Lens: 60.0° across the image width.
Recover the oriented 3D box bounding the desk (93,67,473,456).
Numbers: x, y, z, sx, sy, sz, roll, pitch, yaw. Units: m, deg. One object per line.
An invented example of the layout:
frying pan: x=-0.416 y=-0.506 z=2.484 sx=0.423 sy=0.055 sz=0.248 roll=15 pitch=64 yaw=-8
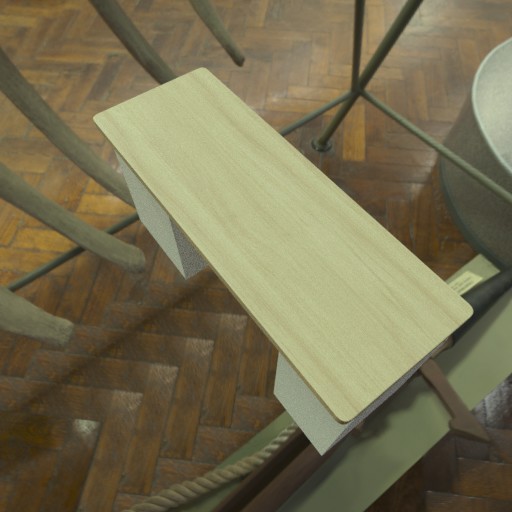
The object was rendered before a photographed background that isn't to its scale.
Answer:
desk: x=0.000 y=0.000 z=1.894 sx=0.550 sy=0.755 sz=1.500 roll=-33 pitch=64 yaw=-19
